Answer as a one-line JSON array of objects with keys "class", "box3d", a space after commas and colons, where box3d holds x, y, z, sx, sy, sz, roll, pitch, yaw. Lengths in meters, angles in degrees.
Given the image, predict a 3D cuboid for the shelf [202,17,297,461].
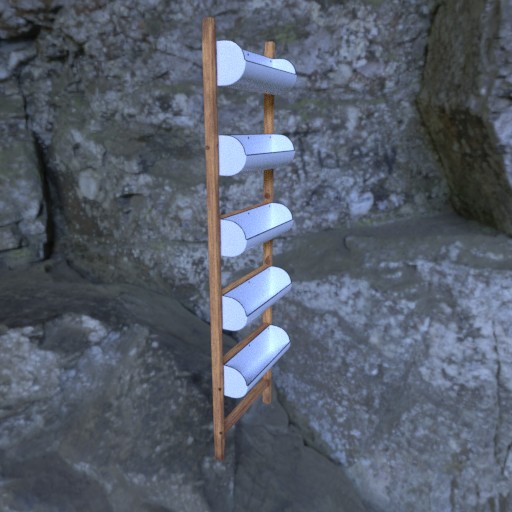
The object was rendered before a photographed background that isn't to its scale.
[{"class": "shelf", "box3d": [0.000, 0.000, 1.730, 0.141, 1.600, 0.454, 8, 18, 26]}]
